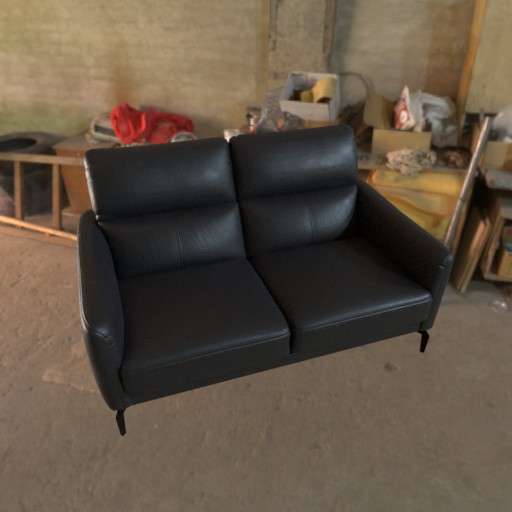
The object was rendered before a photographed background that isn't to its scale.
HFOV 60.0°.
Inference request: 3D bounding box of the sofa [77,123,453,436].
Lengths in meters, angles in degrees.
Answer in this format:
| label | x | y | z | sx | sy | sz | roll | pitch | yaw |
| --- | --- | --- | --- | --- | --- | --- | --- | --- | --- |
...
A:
| label | x | y | z | sx | sy | sz | roll | pitch | yaw |
| --- | --- | --- | --- | --- | --- | --- | --- | --- | --- |
| sofa | 0.000 | 0.000 | 2.121 | 1.596 | 0.920 | 0.958 | -10 | 33 | -16 |
